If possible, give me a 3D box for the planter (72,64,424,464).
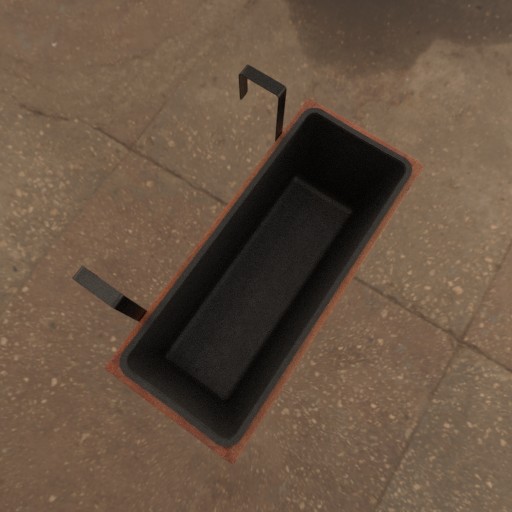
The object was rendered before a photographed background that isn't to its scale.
[{"bbox_3d":[0.000,0.000,0.643,0.262,0.289,0.480,33,77,9],"label":"planter"}]
